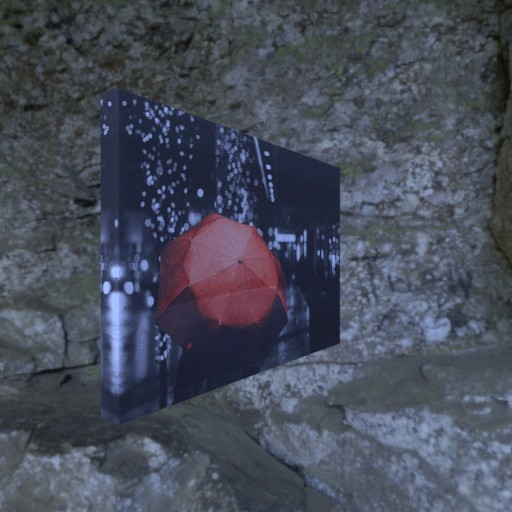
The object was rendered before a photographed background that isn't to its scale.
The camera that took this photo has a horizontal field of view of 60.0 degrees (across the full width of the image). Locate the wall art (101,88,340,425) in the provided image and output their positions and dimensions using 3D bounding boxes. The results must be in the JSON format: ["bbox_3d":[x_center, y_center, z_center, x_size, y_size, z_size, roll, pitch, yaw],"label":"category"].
[{"bbox_3d":[0.000,0.000,0.788,0.037,0.406,0.609,0,0,36],"label":"wall art"}]
